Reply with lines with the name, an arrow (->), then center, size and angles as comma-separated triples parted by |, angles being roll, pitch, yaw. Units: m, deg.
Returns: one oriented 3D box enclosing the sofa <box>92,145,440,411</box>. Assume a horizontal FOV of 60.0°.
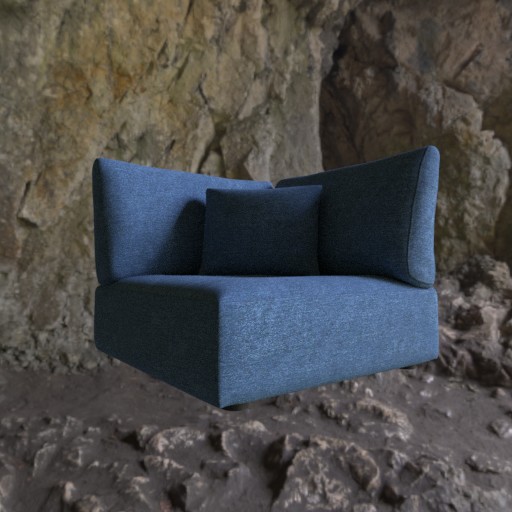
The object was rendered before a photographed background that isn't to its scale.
sofa -> 0.000, 0.000, 1.727 | 1.000, 0.820, 1.000 | 1, -1, -37
